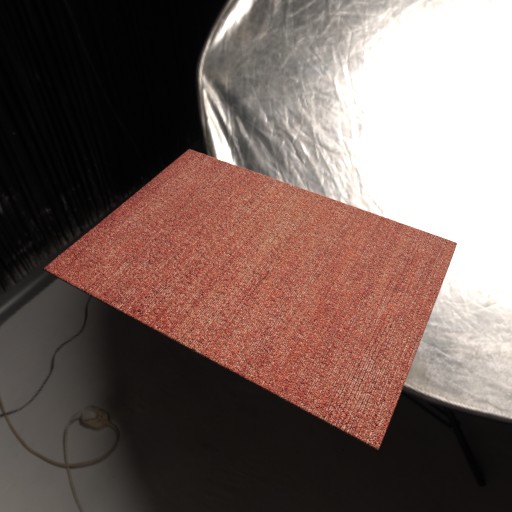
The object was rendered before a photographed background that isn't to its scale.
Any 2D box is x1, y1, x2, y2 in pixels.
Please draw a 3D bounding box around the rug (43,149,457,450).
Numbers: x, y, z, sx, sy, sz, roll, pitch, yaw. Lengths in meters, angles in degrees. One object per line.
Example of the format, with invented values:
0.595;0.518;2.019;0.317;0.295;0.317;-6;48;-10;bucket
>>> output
0.000;0.000;5.162;3.965;0.025;2.803;23;51;20;rug
